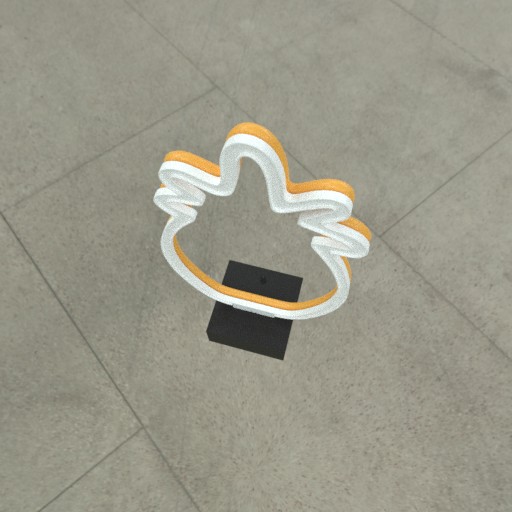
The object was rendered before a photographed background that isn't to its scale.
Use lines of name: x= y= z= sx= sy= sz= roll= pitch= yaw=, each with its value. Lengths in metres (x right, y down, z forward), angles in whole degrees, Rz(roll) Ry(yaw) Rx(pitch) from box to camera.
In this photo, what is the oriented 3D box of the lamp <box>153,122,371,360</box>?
lamp: x=0.000 y=0.000 z=0.381 sx=0.167 sy=0.317 sz=0.088 roll=14 pitch=65 yaw=7
